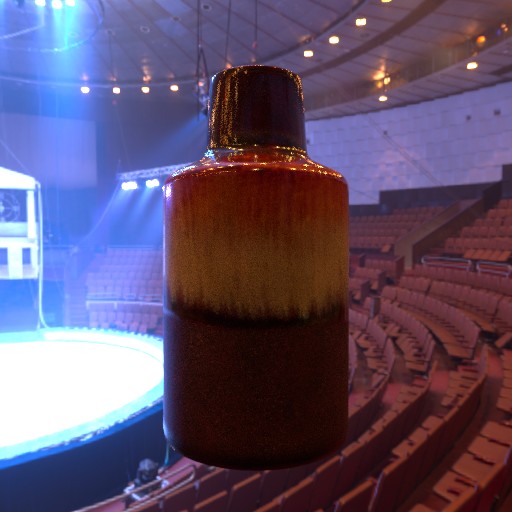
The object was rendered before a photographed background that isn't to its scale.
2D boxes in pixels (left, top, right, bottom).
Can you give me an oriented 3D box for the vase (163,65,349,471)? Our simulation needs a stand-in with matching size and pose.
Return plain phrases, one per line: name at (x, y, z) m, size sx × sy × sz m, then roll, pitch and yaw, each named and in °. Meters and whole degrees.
vase at (0.000, 0.000, 0.262) m, size 0.108 × 0.204 × 0.108 m, roll 0°, pitch 1°, yaw 0°
